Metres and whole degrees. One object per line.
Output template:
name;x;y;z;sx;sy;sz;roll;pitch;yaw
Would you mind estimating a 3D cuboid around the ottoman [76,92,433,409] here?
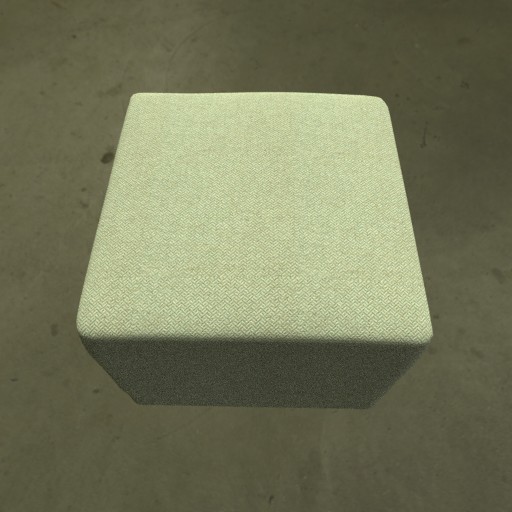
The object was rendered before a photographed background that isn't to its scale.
ottoman;0.000;0.000;0.902;0.512;0.453;0.521;1;59;1
